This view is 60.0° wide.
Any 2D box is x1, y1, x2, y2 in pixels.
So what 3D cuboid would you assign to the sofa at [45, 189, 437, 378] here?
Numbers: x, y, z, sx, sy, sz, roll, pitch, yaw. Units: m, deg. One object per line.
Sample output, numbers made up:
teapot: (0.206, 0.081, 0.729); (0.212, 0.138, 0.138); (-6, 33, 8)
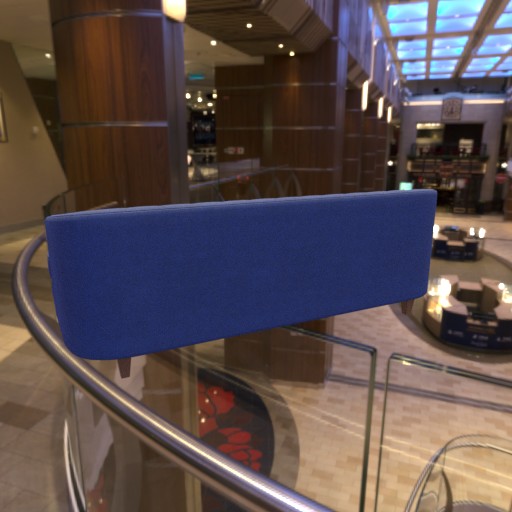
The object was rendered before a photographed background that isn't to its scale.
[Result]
sofa: (0.000, 0.000, 2.638); (2.235, 0.787, 0.914); (-7, 16, -25)
